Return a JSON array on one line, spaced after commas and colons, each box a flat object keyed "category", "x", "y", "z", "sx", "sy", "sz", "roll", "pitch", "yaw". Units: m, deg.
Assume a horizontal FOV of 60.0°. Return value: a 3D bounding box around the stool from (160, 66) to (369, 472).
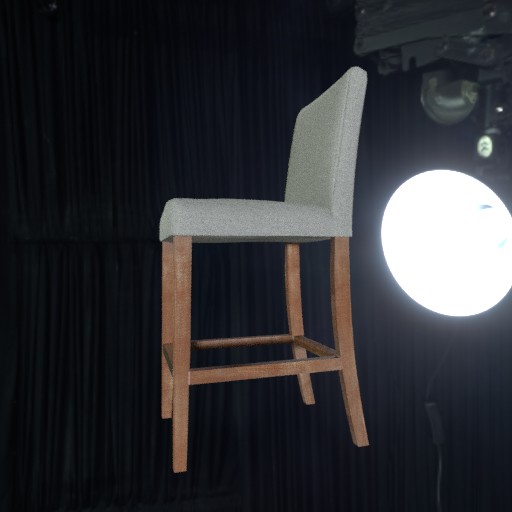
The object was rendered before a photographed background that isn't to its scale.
[{"category": "stool", "x": 0.000, "y": 0.000, "z": 1.387, "sx": 0.570, "sy": 1.088, "sz": 0.439, "roll": 0, "pitch": 0, "yaw": -16}]
